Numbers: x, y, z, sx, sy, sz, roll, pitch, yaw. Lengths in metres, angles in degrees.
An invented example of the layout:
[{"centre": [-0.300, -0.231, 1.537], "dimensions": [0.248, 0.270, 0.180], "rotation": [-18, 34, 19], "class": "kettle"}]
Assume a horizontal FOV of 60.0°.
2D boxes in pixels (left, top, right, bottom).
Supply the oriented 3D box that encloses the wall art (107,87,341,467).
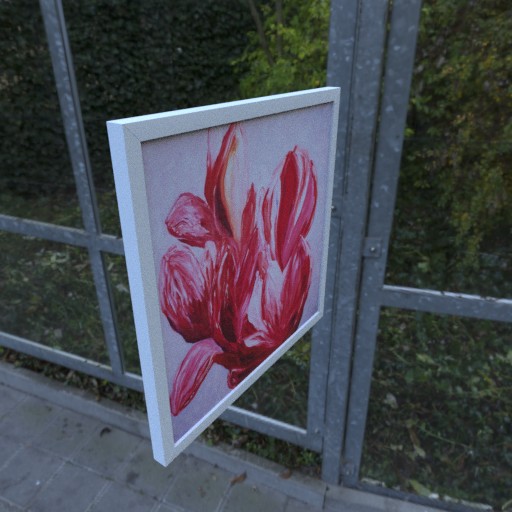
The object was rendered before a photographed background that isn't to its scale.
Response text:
[{"centre": [0.000, 0.000, 0.678], "dimensions": [0.023, 0.453, 0.455], "rotation": [17, 31, 32], "class": "wall art"}]
